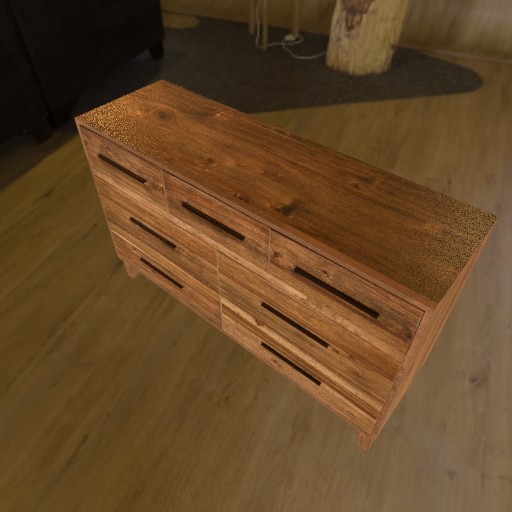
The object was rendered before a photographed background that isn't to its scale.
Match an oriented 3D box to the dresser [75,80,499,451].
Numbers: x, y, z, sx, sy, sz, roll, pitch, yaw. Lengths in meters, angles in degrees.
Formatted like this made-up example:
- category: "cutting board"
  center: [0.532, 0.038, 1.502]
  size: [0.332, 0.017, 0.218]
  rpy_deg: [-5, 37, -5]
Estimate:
- category: "dresser"
  center: [0.000, 0.000, 1.745]
  size: [1.400, 0.873, 0.446]
  rpy_deg: [31, 53, 27]
